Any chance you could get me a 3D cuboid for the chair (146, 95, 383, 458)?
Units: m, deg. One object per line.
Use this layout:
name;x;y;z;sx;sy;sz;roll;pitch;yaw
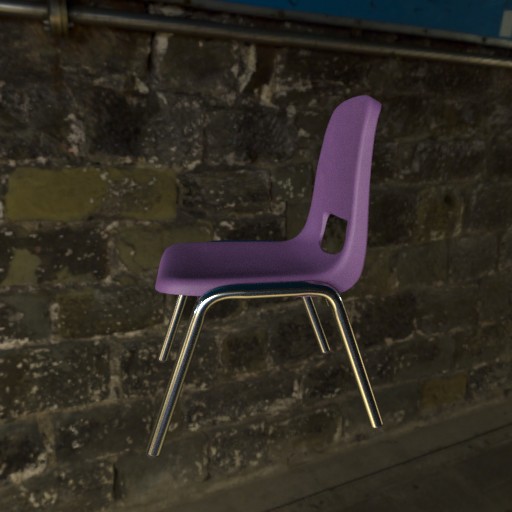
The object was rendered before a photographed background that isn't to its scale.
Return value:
chair;0.000;0.000;0.851;0.419;0.584;0.356;-2;14;-9
